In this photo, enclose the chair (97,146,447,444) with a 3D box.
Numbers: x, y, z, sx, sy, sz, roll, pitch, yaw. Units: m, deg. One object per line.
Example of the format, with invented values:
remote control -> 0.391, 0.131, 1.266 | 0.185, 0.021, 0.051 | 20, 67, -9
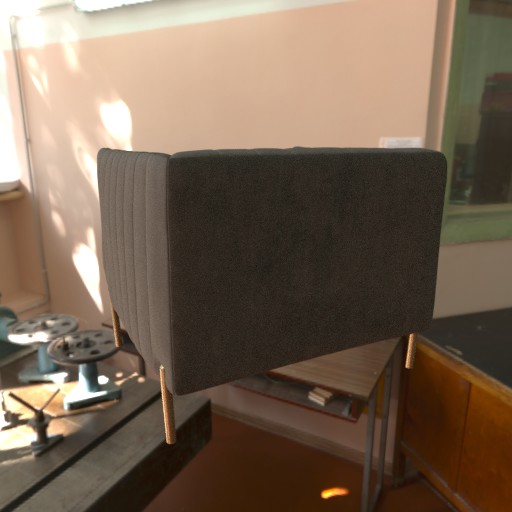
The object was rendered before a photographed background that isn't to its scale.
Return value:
chair -> 0.000, 0.000, 1.616 | 0.981, 0.779, 0.873 | -8, 16, -27
